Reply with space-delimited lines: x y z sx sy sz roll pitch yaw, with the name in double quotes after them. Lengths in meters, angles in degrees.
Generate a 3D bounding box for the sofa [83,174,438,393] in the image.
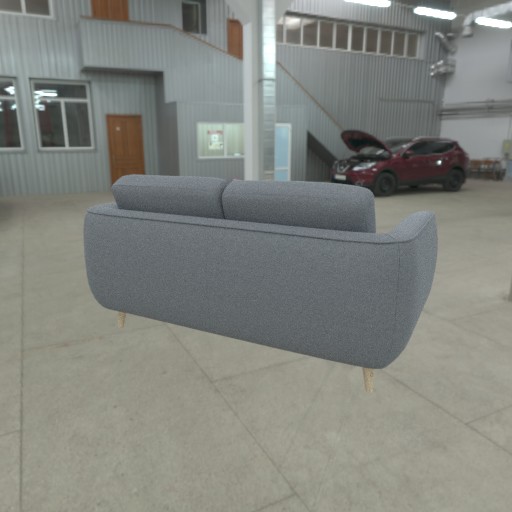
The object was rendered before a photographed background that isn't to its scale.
0.000 0.000 2.324 1.700 0.850 0.920 8 17 27 "sofa"
